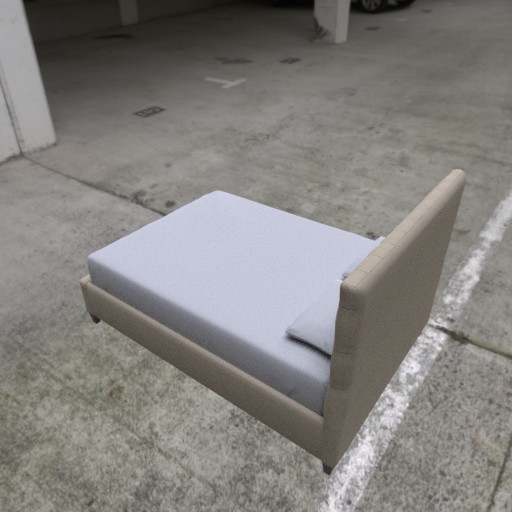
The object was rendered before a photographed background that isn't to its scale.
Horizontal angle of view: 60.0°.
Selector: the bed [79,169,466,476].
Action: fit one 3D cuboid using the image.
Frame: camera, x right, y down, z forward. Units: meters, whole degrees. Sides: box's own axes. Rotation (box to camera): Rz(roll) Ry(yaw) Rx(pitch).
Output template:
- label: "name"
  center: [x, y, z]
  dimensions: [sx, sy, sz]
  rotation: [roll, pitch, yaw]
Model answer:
- label: "bed"
  center: [0.000, 0.000, 3.432]
  dimensions: [2.387, 1.427, 1.698]
  rotation: [22, 39, 30]
